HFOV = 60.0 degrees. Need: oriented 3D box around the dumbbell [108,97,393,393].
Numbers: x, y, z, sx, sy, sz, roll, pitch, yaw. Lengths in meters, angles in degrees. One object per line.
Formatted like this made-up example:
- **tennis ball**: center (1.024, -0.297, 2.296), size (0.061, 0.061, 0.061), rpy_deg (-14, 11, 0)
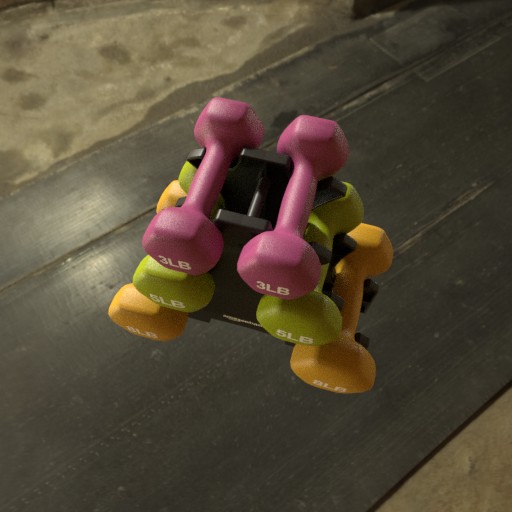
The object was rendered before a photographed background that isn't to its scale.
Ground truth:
- **dumbbell**: center (0.000, 0.000, 0.462), size (0.300, 0.271, 0.190), rpy_deg (14, 62, 8)
